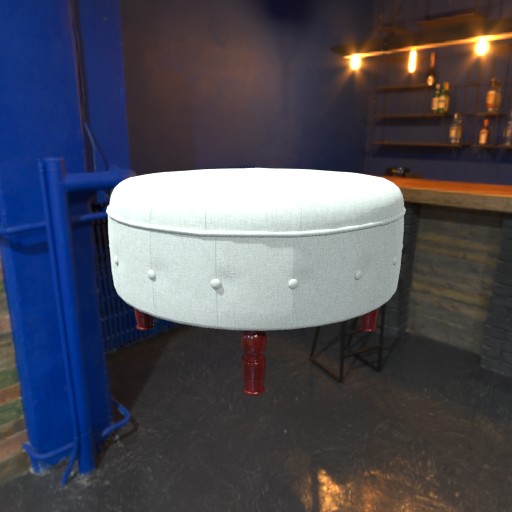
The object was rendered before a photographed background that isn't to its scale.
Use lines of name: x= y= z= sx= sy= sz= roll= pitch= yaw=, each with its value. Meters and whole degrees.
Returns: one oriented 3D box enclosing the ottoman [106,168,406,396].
ottoman: x=0.000 y=0.000 z=1.366 sx=0.850 sy=0.483 sz=0.850 roll=0 pitch=15 yaw=0
